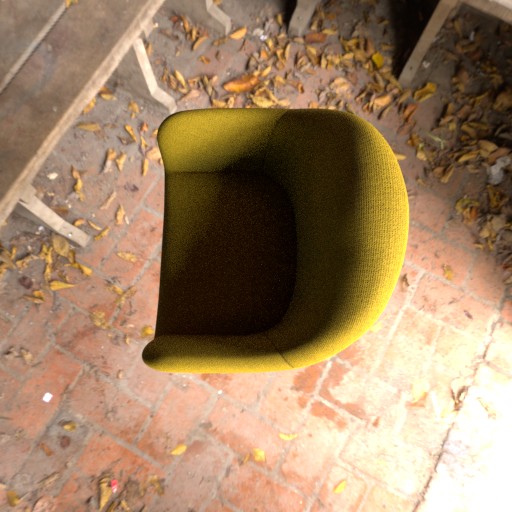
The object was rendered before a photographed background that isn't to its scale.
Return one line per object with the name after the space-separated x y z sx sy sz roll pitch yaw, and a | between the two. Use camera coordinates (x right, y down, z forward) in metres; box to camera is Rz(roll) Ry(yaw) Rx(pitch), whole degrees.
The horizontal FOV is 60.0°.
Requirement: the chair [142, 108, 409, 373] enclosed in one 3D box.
0.000 0.000 1.160 0.550 0.795 0.590 0 76 0 | chair
